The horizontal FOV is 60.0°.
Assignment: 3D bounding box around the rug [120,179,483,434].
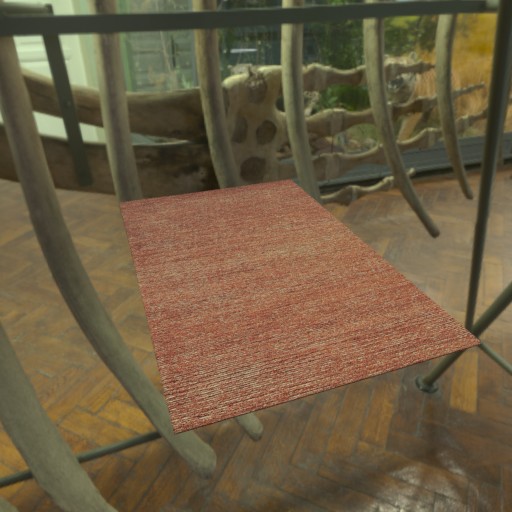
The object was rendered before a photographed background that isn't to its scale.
[{"bbox_3d":[0.000,0.000,2.161,1.139,0.011,1.747,-11,33,-17],"label":"rug"}]
